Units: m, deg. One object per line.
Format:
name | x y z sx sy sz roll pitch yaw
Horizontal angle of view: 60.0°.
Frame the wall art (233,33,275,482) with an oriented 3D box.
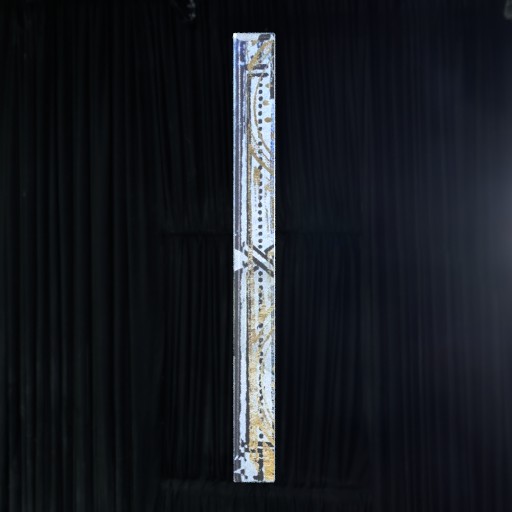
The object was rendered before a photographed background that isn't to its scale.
wall art | 0.000 0.000 0.609 0.038 0.410 0.411 0 1 0
